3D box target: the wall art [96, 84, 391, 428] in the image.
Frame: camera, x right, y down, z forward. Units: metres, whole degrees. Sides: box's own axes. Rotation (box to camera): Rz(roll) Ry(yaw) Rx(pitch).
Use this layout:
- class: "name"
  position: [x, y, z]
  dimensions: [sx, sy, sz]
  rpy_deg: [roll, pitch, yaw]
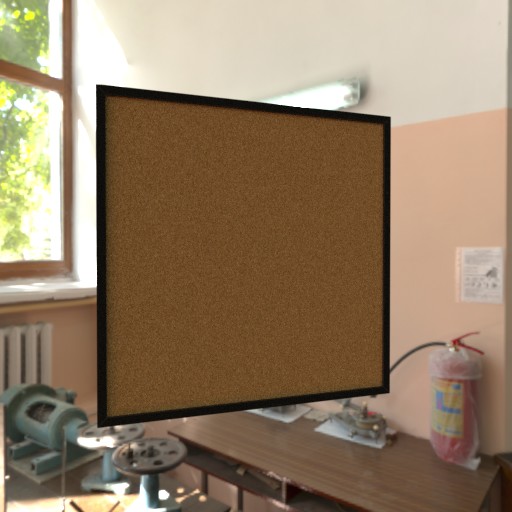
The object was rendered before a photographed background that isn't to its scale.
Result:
- class: "wall art"
  position: [0.000, 0.000, 0.747]
  dimensions: [0.506, 0.506, 0.036]
  rpy_deg: [0, 1, -18]
